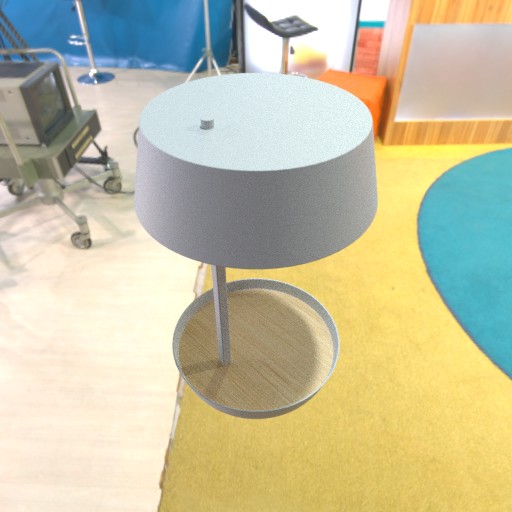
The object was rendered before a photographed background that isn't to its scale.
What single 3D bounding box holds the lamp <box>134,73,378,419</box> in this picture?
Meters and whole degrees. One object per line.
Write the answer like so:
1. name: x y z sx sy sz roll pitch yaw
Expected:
1. lamp: 0.000 0.000 0.611 0.291 0.429 0.291 0 41 0
